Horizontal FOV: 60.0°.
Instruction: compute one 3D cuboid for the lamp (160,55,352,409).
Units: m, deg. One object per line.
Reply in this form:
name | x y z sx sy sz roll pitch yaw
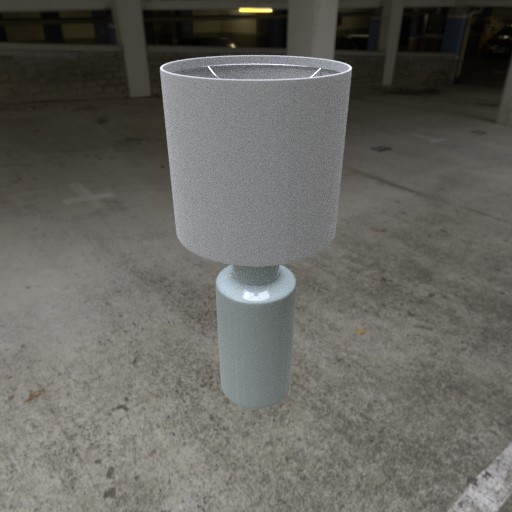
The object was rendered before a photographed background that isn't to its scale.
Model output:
lamp | 0.000 0.000 0.619 0.212 0.493 0.212 -21 36 -32
